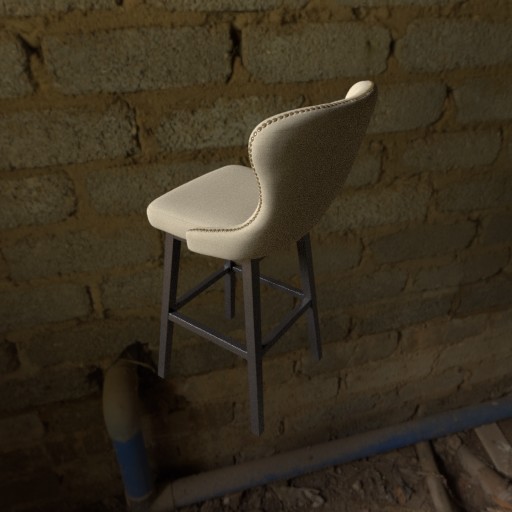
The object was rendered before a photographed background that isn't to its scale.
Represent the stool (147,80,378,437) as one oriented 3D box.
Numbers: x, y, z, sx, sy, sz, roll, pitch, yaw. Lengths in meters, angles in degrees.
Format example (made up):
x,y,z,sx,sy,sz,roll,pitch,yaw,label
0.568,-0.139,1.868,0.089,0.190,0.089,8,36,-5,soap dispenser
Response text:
x,y,z,sx,sy,sz,roll,pitch,yaw,label
0.000,0.000,1.425,0.605,1.066,0.528,20,37,29,stool
